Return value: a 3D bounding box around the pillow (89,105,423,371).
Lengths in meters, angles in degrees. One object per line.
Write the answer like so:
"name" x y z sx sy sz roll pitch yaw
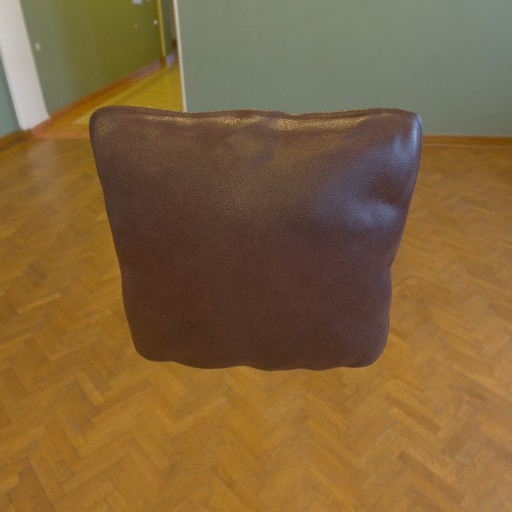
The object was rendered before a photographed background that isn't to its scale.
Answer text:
"pillow" 0.000 0.000 0.804 0.532 0.523 0.236 1 31 2
